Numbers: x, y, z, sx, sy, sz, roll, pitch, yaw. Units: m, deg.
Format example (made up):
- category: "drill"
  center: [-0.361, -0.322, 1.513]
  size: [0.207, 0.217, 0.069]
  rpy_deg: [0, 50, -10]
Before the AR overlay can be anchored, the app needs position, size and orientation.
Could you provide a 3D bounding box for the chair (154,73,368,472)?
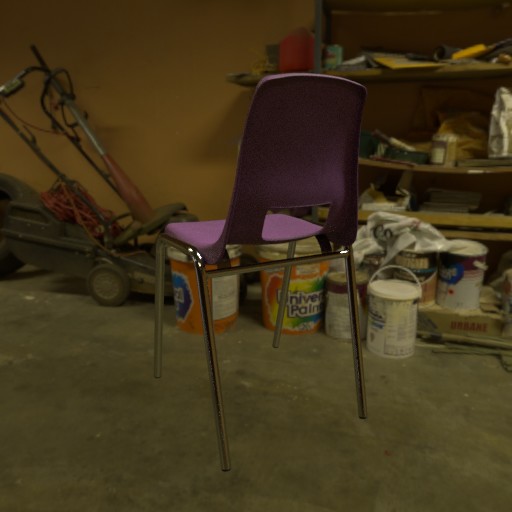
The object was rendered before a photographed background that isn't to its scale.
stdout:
- category: "chair"
  center: [0.000, 0.000, 0.984]
  size: [0.381, 0.704, 0.432]
  rpy_deg: [-8, 16, -28]
